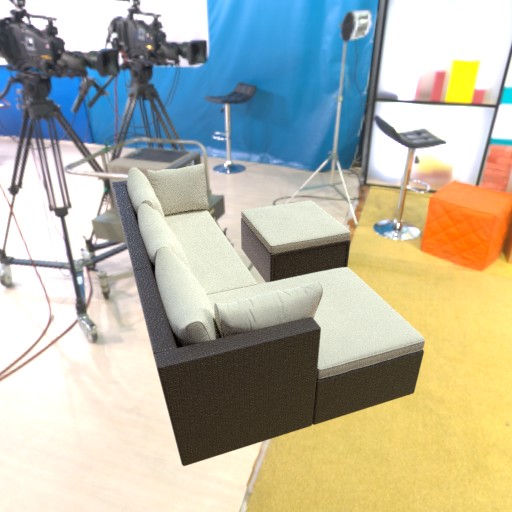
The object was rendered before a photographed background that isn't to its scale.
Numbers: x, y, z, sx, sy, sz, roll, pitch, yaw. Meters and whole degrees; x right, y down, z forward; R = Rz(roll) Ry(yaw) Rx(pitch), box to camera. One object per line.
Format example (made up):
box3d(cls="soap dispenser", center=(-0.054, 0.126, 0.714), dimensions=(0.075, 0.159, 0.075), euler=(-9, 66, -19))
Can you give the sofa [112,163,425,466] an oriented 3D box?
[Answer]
box3d(cls="sofa", center=(0.000, 0.000, 2.942), dimensions=(1.612, 0.766, 2.192), euler=(-10, 31, -18))
